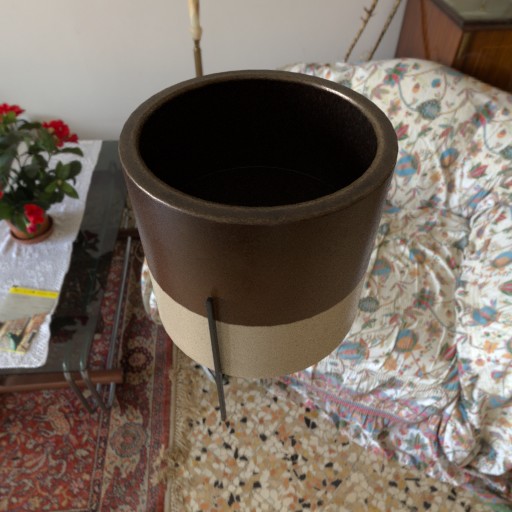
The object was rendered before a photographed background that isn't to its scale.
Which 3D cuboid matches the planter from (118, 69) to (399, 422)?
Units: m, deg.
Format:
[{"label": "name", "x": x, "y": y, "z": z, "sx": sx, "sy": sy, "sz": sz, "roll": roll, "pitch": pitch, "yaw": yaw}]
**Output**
[{"label": "planter", "x": 0.000, "y": 0.000, "z": 0.719, "sx": 0.345, "sy": 0.465, "sz": 0.354, "roll": -32, "pitch": 54, "yaw": -27}]
